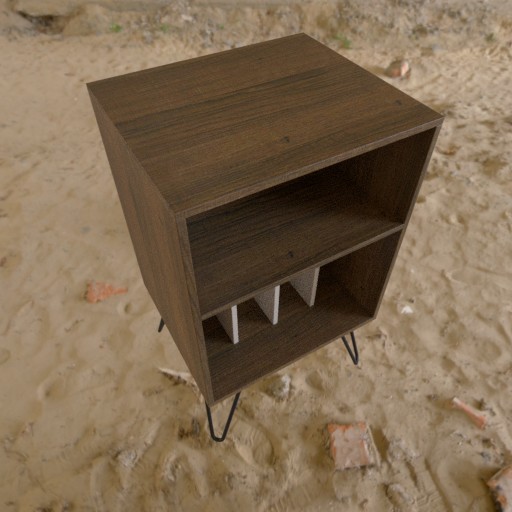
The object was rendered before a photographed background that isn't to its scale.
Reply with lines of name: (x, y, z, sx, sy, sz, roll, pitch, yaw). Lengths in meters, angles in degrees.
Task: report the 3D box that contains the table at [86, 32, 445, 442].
table: (0.000, 0.000, 1.150, 0.526, 0.866, 0.457, -23, 51, -20)
